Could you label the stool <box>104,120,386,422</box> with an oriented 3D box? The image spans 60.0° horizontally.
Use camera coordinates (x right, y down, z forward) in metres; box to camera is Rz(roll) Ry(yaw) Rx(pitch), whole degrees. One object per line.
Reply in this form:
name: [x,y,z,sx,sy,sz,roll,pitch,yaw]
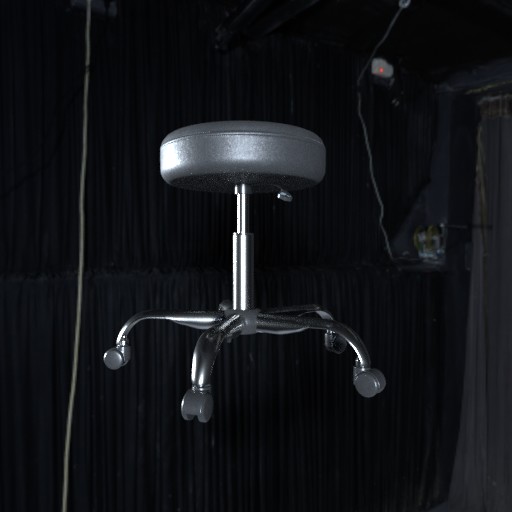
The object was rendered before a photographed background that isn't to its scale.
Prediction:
stool: [0.000,0.000,1.130,0.638,0.576,0.673,-1,2,-36]
